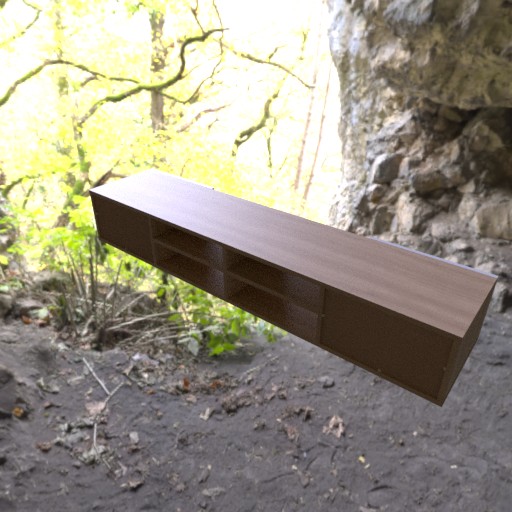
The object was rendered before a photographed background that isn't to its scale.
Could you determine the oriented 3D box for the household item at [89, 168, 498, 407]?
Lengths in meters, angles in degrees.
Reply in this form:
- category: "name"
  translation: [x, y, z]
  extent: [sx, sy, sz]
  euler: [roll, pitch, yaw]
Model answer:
- category: "household item"
  translation: [0.000, 0.000, 1.995]
  extent: [1.850, 0.310, 0.420]
  euler: [22, 36, 32]
